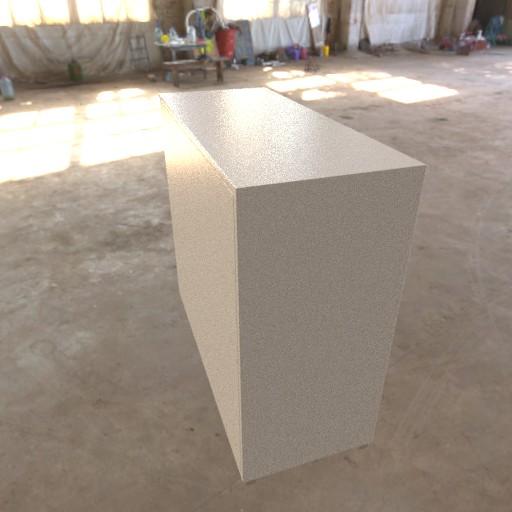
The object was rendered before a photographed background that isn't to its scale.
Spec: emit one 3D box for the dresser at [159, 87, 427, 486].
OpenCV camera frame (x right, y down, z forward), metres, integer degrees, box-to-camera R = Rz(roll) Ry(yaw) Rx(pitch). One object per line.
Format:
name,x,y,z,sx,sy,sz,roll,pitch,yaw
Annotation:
dresser,0.000,0.000,1.656,0.460,1.000,1.100,-10,31,-16
